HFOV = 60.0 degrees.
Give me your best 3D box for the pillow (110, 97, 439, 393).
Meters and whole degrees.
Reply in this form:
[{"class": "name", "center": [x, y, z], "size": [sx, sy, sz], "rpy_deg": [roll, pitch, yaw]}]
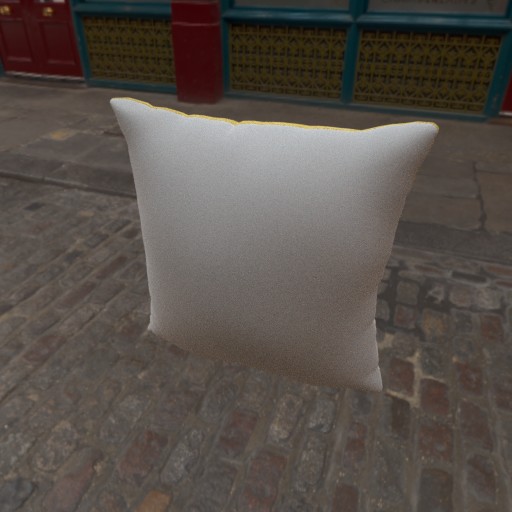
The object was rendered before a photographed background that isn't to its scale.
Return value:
[{"class": "pillow", "center": [0.000, 0.000, 0.693], "size": [0.450, 0.450, 0.211], "rpy_deg": [10, 33, 16]}]
